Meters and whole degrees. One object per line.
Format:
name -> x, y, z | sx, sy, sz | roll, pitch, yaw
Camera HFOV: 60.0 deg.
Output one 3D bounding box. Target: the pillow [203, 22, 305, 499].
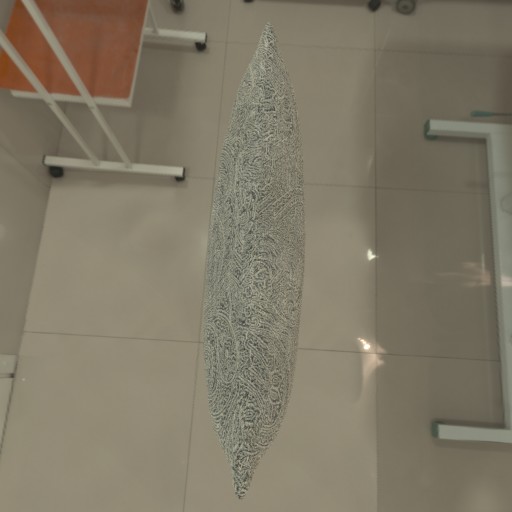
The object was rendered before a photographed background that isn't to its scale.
pillow -> 0.000, 0.000, 0.691 | 0.151, 0.295, 0.615 | 3, 76, 1
